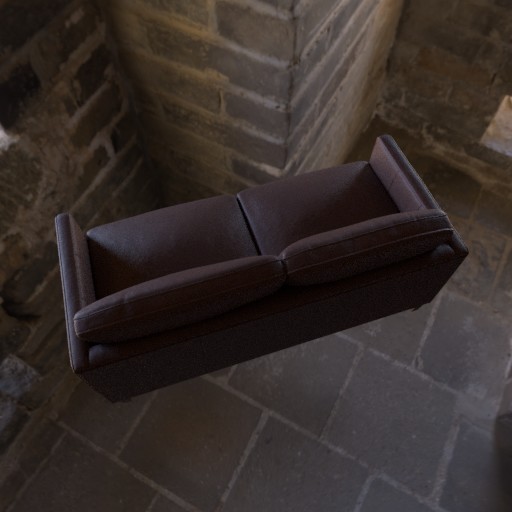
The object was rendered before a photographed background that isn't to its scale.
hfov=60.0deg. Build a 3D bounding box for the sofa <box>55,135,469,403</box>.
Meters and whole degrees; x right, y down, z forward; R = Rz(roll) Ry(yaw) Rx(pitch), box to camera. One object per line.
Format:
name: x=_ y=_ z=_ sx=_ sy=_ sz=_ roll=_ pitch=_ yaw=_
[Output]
sofa: x=0.000 y=0.000 z=2.476 sx=1.971 sy=0.863 sz=0.923 roll=-16 pitch=60 yaw=-9
